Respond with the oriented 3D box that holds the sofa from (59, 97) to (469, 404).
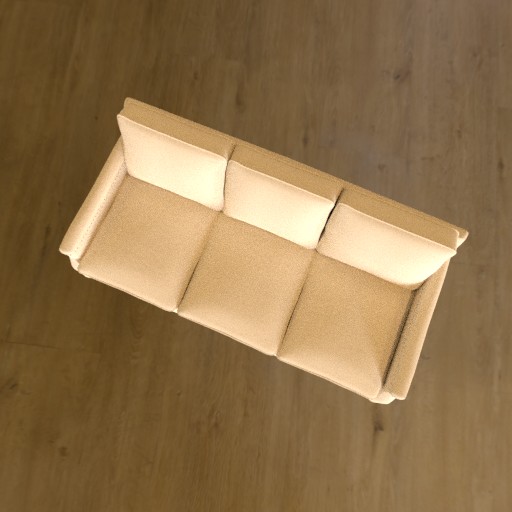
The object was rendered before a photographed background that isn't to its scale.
[{"bbox_3d":[0.000,0.000,2.822,2.246,1.003,1.084,23,78,5],"label":"sofa"}]
